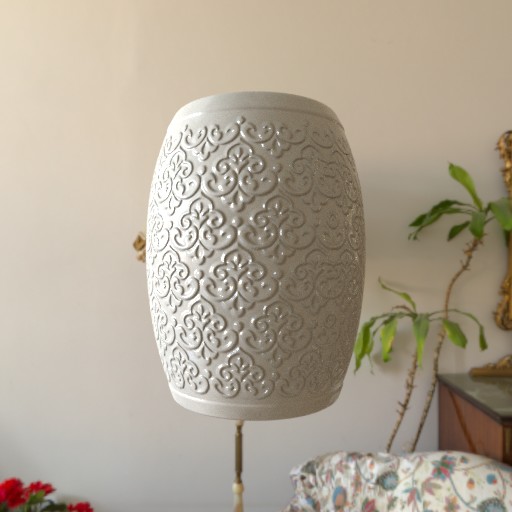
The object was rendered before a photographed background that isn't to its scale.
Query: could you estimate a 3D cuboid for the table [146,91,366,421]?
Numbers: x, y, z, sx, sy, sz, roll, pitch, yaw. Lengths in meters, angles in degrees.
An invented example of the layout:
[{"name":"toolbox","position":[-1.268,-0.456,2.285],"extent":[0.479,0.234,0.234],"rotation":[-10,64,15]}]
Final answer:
[{"name":"table","position":[0.000,0.000,0.642],"extent":[0.309,0.397,0.309],"rotation":[0,0,0]}]
